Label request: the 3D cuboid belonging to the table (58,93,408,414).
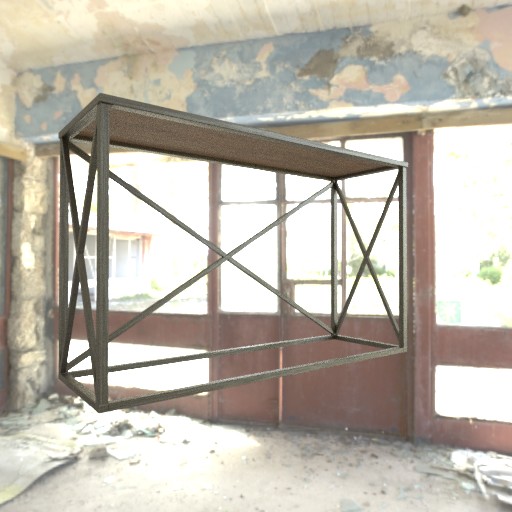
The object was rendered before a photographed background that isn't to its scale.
[{"bbox_3d":[0.000,0.000,1.559,1.216,0.753,0.402,1,-1,-37],"label":"table"}]
